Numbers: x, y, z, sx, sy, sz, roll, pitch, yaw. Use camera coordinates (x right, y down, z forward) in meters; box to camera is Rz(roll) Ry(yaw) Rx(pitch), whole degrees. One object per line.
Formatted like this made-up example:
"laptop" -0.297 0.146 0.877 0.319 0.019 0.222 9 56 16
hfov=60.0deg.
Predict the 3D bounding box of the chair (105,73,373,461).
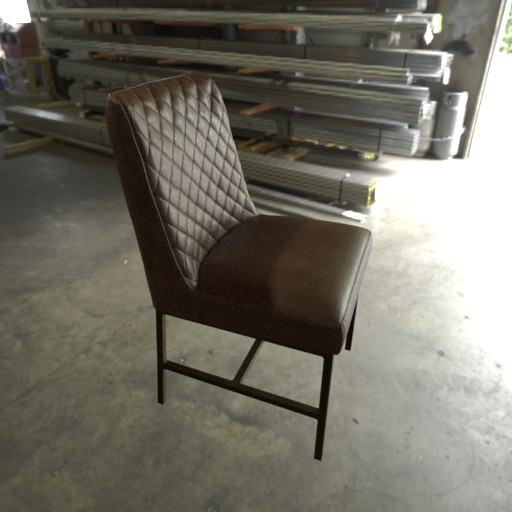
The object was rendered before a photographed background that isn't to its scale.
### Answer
"chair" 0.000 0.000 1.232 0.587 0.889 0.508 10 31 17
